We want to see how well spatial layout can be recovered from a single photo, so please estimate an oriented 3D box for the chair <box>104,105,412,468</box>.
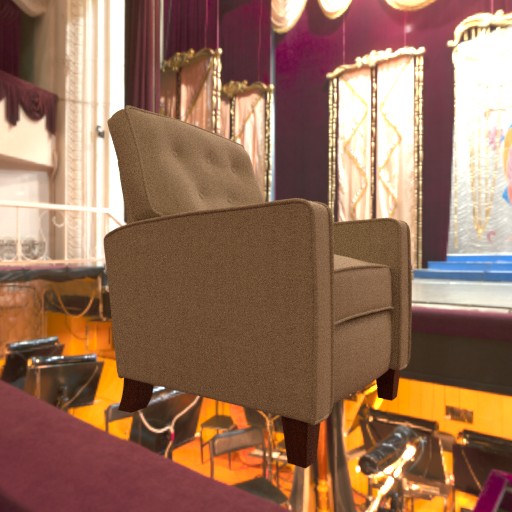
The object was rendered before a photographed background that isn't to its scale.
[{"bbox_3d":[0.000,0.000,1.354,0.754,0.888,0.648,0,0,36],"label":"chair"}]
